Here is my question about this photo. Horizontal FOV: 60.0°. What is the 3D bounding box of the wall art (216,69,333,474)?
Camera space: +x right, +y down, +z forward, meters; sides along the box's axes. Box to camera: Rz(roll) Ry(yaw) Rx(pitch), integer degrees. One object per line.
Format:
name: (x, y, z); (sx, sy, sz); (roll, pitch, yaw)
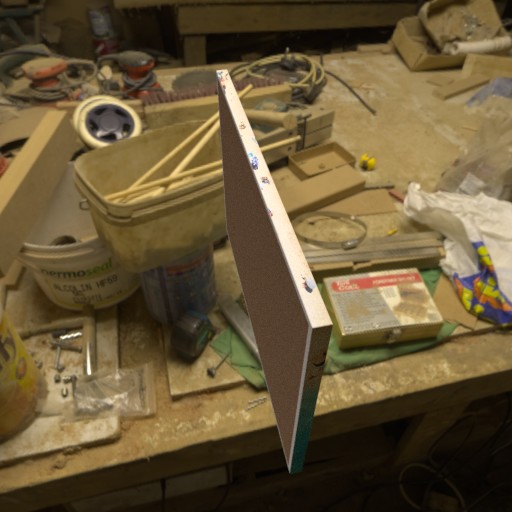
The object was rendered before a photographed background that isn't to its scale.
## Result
wall art: (0.000, 0.000, 1.471); (0.040, 0.769, 1.136); (-9, 46, -9)
